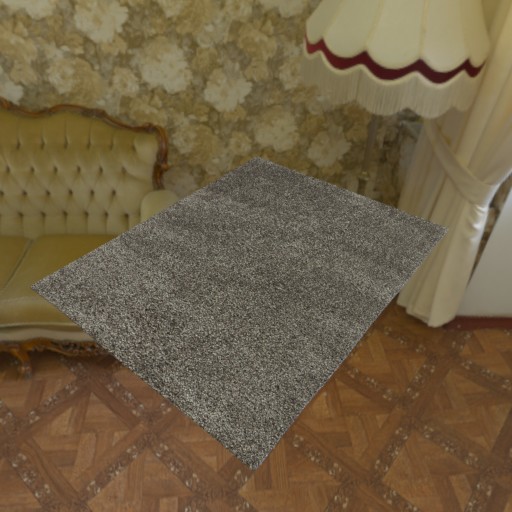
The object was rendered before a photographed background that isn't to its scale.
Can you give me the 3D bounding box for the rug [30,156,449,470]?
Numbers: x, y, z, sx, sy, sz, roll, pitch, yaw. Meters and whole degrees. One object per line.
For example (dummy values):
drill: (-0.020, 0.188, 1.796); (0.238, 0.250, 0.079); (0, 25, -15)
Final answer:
rug: (0.000, 0.000, 3.990); (2.401, 0.025, 3.000); (27, 47, 29)
